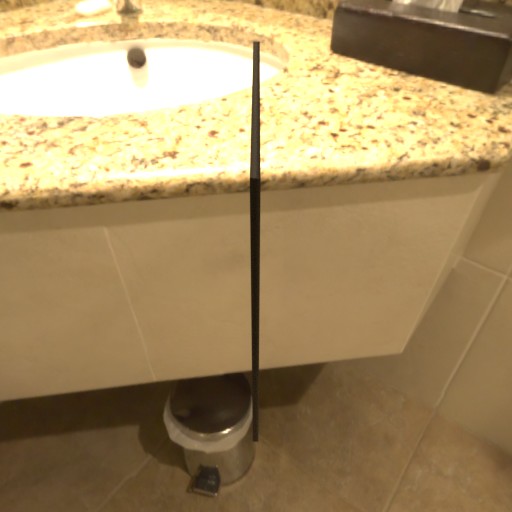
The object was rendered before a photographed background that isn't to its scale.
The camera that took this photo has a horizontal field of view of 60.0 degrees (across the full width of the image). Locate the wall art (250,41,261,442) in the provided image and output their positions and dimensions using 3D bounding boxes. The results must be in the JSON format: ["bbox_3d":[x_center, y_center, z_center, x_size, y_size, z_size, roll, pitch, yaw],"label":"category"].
[{"bbox_3d":[0.000,0.000,0.879,0.012,0.661,0.451,0,43,0],"label":"wall art"}]
